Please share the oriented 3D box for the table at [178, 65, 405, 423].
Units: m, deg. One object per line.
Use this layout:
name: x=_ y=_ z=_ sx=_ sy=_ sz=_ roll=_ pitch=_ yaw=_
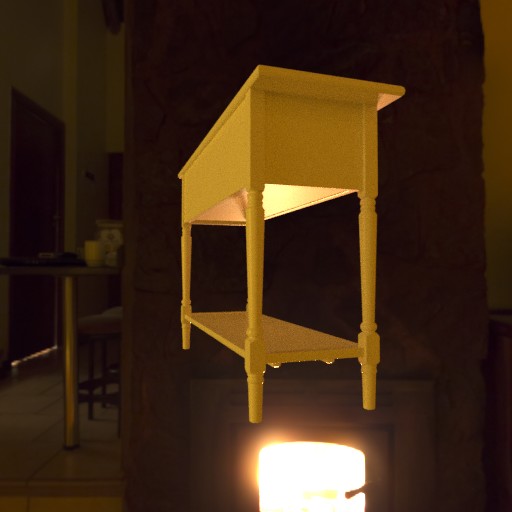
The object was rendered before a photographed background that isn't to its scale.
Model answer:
table: x=0.000 y=0.000 z=1.588 sx=0.386 sy=0.814 sz=1.191 roll=1 pitch=-2 yaw=-18
